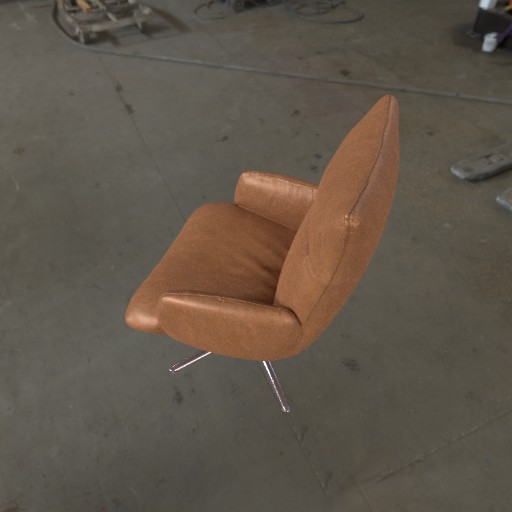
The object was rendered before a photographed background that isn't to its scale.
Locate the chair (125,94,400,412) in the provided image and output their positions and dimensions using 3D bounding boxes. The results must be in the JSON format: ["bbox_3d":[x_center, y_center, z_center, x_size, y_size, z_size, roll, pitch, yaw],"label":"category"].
[{"bbox_3d":[0.000,0.000,1.559,0.794,1.027,0.711,15,48,14],"label":"chair"}]
